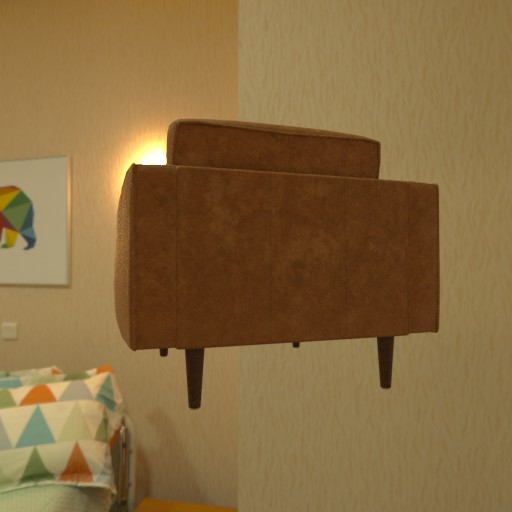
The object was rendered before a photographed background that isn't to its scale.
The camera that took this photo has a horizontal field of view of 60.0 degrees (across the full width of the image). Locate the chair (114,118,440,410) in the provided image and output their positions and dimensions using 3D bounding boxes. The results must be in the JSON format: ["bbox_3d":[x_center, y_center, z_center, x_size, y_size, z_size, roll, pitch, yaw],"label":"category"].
[{"bbox_3d":[0.000,0.000,1.520,0.928,0.767,0.798,0,-1,-18],"label":"chair"}]
